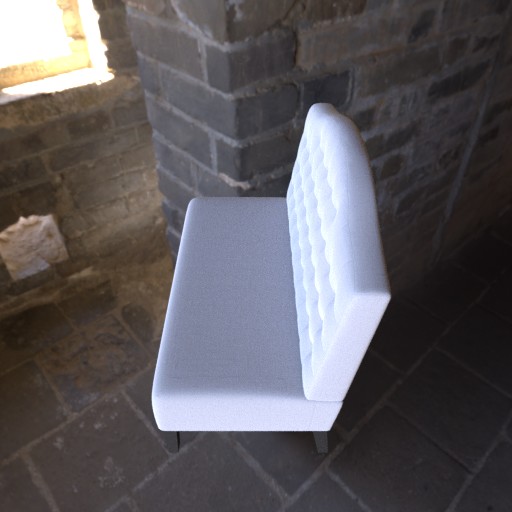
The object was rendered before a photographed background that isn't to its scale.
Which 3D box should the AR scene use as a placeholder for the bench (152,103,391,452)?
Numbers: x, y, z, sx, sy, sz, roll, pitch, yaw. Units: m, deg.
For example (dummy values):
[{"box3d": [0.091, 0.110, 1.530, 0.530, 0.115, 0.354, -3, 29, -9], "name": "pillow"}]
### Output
[{"box3d": [0.000, 0.000, 2.050, 0.815, 1.180, 1.335, 0, 42, 0], "name": "bench"}]
